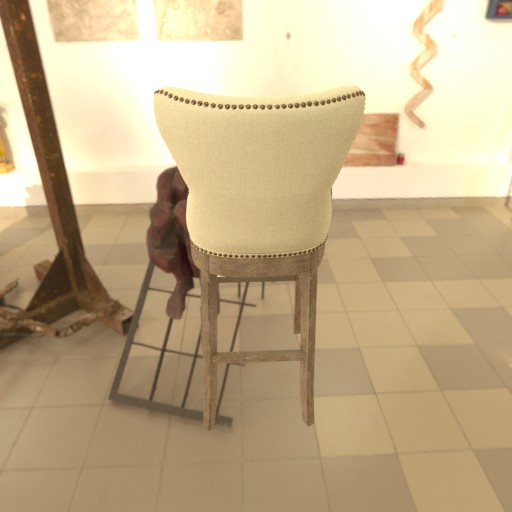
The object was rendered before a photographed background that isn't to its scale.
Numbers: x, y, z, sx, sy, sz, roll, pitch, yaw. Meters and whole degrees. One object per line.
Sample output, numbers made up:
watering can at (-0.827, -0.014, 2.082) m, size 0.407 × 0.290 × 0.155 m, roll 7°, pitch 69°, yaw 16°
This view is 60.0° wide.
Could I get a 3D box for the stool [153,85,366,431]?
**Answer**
stool at (0.000, 0.000, 1.459) m, size 0.494 × 1.123 × 0.606 m, roll -1°, pitch 30°, yaw -3°
